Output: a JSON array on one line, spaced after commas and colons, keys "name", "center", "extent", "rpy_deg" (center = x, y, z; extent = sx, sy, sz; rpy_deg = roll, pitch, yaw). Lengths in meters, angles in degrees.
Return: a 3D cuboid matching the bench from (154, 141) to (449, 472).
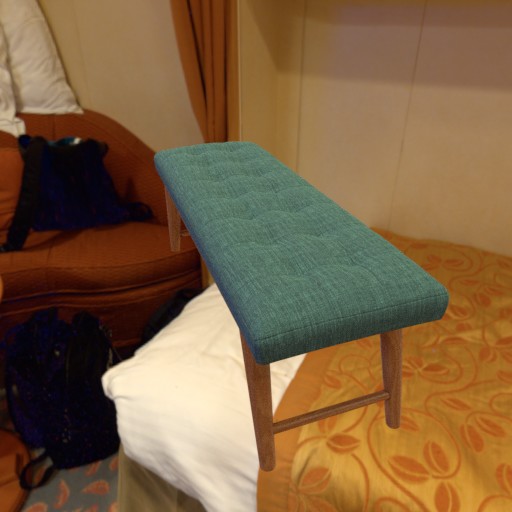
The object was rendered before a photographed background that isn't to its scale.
[{"name": "bench", "center": [0.000, 0.000, 1.334], "extent": [0.406, 0.432, 1.118], "rpy_deg": [-10, 31, -17]}]
